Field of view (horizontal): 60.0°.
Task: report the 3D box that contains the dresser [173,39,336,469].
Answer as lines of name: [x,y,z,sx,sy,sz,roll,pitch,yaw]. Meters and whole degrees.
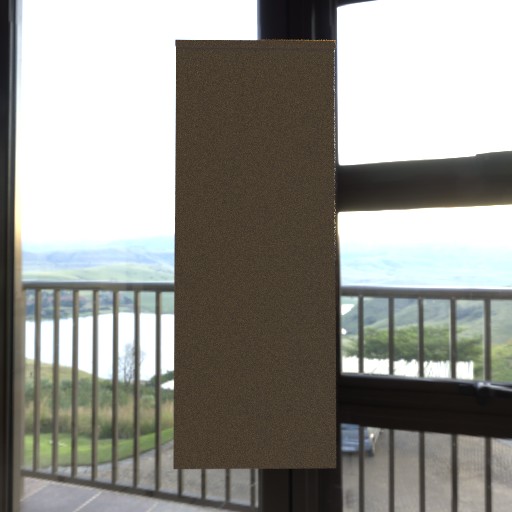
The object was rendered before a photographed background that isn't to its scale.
dresser: [0.000,0.000,1.402,0.401,1.021,0.704,0,-1,-1]
